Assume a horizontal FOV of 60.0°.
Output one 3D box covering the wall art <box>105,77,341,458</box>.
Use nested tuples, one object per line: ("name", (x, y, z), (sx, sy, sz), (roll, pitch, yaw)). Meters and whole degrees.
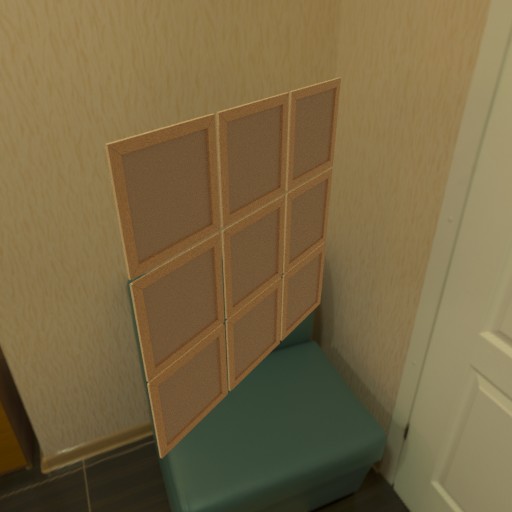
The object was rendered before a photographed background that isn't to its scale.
("wall art", (0.000, 0.000, 2.245), (0.014, 1.507, 1.519), (21, 36, 31))
